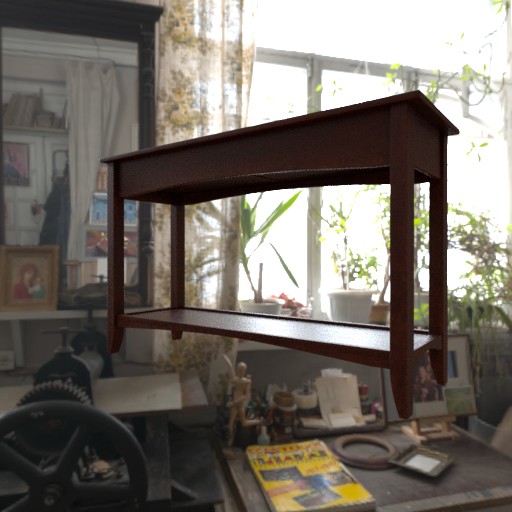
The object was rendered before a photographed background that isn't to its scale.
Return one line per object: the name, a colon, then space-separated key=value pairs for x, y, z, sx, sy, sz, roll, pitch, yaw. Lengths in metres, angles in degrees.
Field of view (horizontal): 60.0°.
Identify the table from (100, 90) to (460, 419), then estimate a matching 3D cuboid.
table: x=0.000 y=0.000 z=1.487 sx=1.188 sy=0.739 sz=0.392 roll=0 pitch=0 yaw=37
